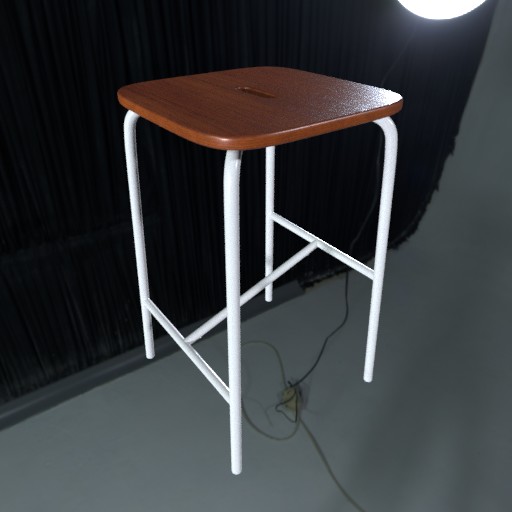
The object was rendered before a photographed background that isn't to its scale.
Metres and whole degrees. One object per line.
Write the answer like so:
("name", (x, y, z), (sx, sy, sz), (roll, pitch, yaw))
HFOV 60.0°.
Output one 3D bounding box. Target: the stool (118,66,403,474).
("stool", (0.000, 0.000, 0.858), (0.376, 0.610, 0.376), (-22, 39, -30))
